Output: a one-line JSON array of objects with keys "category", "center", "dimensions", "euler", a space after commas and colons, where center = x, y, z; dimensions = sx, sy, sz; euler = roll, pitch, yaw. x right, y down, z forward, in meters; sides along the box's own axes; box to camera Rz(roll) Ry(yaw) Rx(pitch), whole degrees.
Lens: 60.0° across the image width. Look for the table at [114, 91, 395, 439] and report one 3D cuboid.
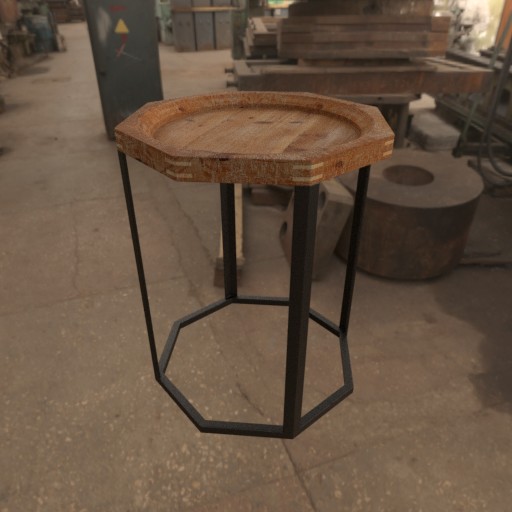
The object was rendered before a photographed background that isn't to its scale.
[{"category": "table", "center": [0.000, 0.000, 0.880], "dimensions": [0.458, 0.543, 0.458], "euler": [-9, 32, -15]}]
